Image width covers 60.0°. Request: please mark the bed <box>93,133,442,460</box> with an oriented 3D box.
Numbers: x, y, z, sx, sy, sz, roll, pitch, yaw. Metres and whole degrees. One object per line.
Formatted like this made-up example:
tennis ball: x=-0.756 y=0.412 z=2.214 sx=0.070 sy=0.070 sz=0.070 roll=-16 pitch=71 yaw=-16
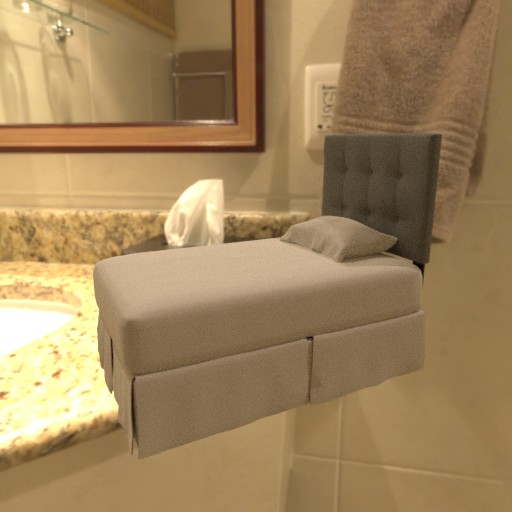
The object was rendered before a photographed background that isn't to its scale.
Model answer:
bed: x=0.000 y=0.000 z=2.935 sx=1.997 sy=1.571 sz=1.261 roll=-7 pitch=16 yaw=-26
